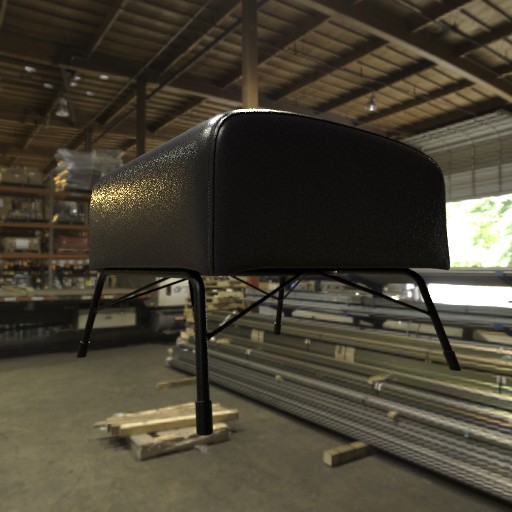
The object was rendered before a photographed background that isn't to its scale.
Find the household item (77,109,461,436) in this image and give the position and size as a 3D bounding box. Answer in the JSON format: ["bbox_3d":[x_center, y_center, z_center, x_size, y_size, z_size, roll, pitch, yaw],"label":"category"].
[{"bbox_3d":[0.000,0.000,0.854,0.530,0.410,0.530,1,-2,-36],"label":"household item"}]
